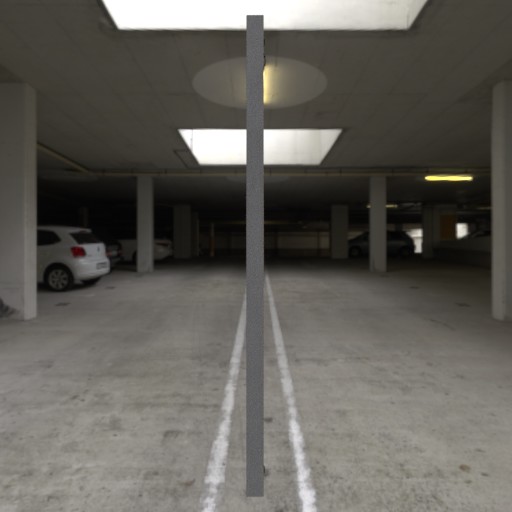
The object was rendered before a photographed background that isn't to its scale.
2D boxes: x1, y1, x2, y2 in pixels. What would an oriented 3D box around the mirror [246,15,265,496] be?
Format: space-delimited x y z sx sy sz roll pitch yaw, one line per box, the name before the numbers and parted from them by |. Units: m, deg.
mirror | 0.000 0.000 1.315 0.041 1.016 0.762 0 0 0
